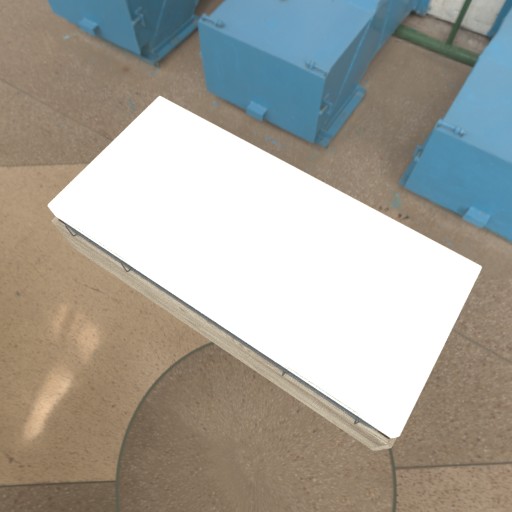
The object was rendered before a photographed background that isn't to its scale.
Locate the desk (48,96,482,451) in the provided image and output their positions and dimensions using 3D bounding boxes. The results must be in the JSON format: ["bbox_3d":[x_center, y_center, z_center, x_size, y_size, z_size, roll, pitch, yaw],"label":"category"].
[{"bbox_3d":[0.000,0.000,2.236,1.900,0.455,0.900,31,68,14],"label":"desk"}]
